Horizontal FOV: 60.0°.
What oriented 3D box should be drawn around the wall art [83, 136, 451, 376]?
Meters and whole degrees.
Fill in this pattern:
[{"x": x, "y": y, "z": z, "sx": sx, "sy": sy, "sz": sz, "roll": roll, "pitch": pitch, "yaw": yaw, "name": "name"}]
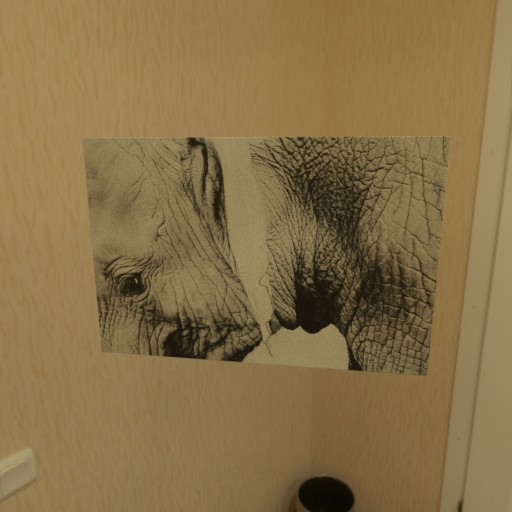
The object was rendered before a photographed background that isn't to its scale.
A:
[{"x": 0.000, "y": 0.000, "z": 1.465, "sx": 1.141, "sy": 0.758, "sz": 0.035, "roll": 2, "pitch": 14, "yaw": 9, "name": "wall art"}]
